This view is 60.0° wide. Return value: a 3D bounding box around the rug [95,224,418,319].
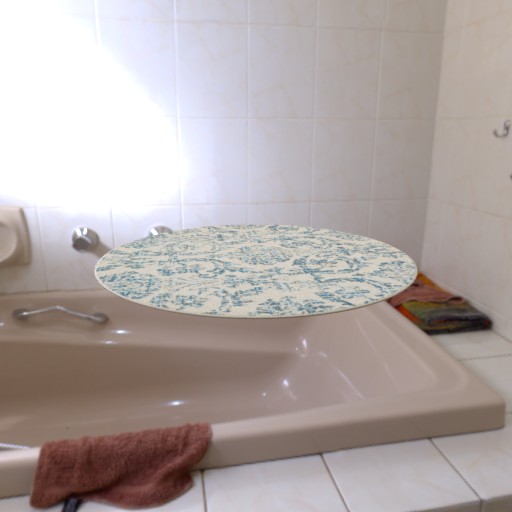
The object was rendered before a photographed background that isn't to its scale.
[{"bbox_3d":[0.000,0.000,2.315,1.593,0.012,1.593,0,16,0],"label":"rug"}]
